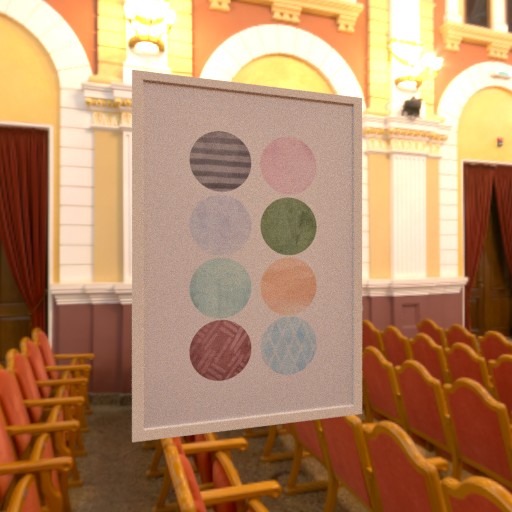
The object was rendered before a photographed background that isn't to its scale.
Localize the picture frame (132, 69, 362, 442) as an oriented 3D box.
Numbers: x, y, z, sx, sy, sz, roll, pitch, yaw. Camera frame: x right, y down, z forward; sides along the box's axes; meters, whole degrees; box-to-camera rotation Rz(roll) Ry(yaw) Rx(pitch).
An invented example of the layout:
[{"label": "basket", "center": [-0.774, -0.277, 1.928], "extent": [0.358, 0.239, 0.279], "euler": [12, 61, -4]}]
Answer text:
[{"label": "picture frame", "center": [0.000, 0.000, 1.223], "extent": [0.659, 0.940, 0.013], "euler": [0, 0, -18]}]
